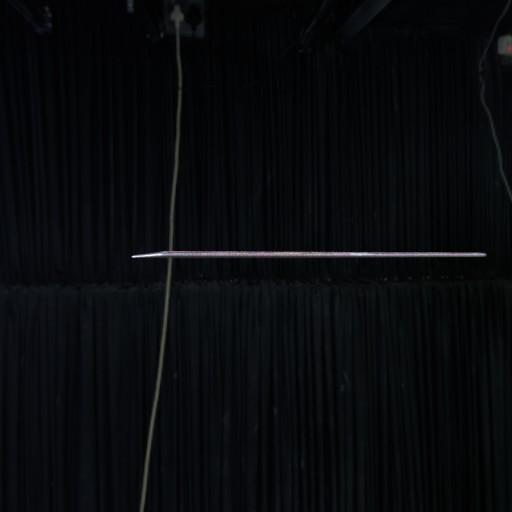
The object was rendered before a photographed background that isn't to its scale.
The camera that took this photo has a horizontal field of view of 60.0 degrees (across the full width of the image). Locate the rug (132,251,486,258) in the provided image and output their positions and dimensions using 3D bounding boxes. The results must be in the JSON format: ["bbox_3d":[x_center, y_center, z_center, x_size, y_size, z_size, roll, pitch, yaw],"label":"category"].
[{"bbox_3d":[0.000,0.000,3.057,1.539,0.018,2.449,0,0,-18],"label":"rug"}]
